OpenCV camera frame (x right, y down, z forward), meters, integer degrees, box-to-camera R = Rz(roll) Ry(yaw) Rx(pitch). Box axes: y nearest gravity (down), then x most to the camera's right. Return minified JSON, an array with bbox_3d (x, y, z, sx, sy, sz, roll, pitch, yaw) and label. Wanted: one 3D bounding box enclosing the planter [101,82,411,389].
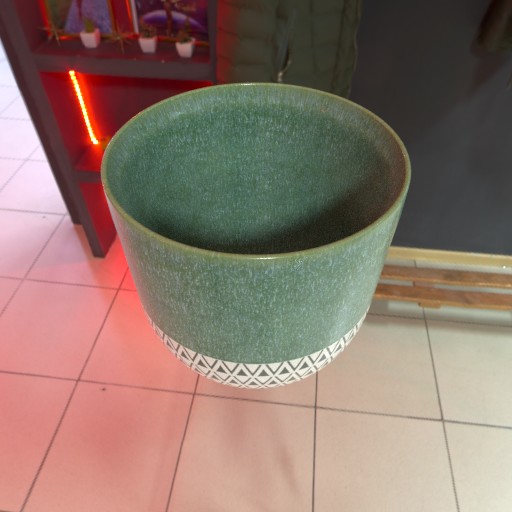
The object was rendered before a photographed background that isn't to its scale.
[{"bbox_3d":[0.000,0.000,0.486,0.266,0.270,0.266,0,46,0],"label":"planter"}]
